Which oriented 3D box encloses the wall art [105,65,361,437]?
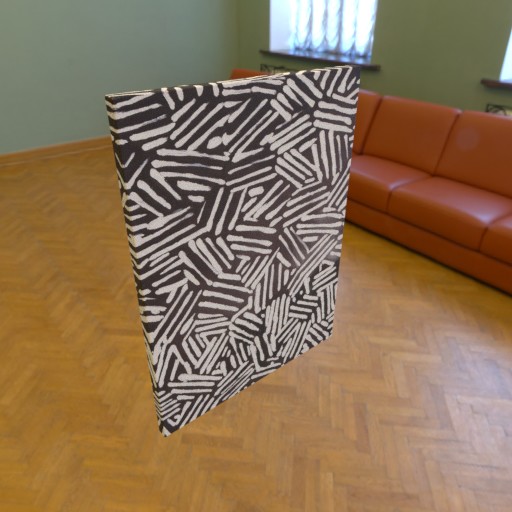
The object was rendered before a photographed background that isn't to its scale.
[{"bbox_3d":[0.000,0.000,1.349,0.765,1.017,0.038,-22,37,-33],"label":"wall art"}]
